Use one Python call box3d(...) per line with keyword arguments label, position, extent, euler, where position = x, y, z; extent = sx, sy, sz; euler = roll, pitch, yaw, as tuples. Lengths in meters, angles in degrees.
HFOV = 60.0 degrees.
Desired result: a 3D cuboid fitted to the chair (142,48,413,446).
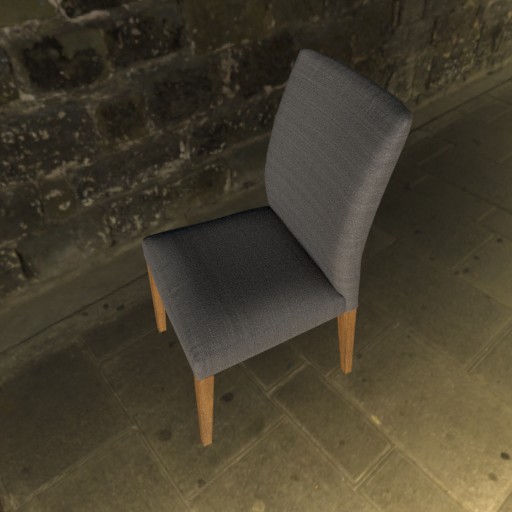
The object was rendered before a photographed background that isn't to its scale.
box3d(label="chair", position=(0.000, 0.000, 1.266), extent=(0.585, 0.940, 0.496), euler=(-18, 47, -18))
